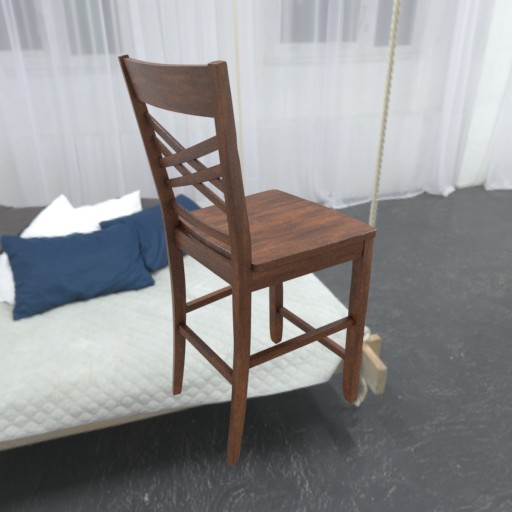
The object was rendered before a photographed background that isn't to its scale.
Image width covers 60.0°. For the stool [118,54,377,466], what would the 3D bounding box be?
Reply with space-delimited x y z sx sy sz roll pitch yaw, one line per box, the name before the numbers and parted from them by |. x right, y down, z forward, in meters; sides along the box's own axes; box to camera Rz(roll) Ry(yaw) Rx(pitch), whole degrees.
stool | 0.000 0.000 1.304 0.539 1.079 0.462 -18 31 -32
